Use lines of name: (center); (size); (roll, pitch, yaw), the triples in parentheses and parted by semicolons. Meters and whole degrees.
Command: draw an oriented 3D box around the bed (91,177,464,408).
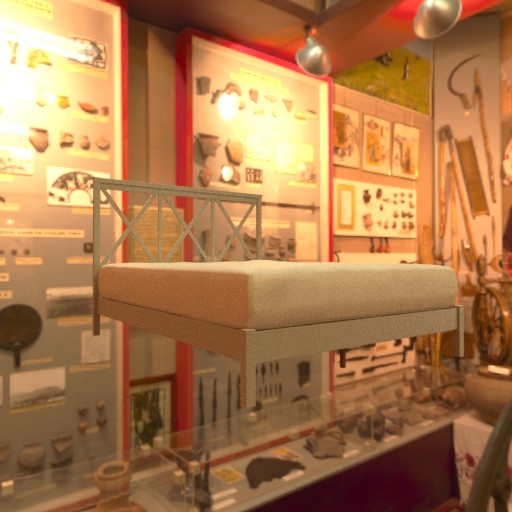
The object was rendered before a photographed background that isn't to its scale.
bed: (0.000, 0.000, 3.134); (1.673, 1.253, 2.135); (0, -1, -36)
